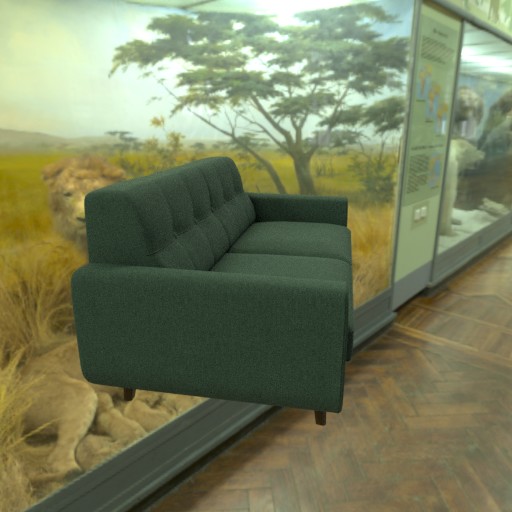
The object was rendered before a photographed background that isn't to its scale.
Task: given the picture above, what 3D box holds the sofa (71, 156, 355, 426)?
[{"bbox_3d":[0.000,0.000,2.130,0.909,0.841,1.631,3,18,11],"label":"sofa"}]
